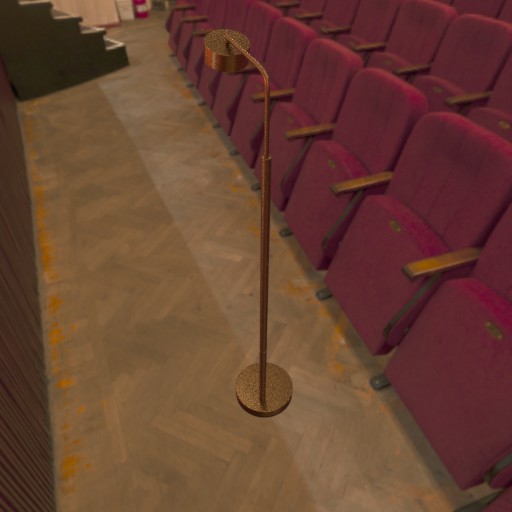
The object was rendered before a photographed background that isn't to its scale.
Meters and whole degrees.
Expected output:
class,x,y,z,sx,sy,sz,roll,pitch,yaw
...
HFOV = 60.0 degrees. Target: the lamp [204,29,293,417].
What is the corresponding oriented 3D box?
class,x,y,z,sx,sy,sz,roll,pitch,yaw
lamp,0.000,0.000,1.400,0.219,1.230,0.418,-12,42,-14
